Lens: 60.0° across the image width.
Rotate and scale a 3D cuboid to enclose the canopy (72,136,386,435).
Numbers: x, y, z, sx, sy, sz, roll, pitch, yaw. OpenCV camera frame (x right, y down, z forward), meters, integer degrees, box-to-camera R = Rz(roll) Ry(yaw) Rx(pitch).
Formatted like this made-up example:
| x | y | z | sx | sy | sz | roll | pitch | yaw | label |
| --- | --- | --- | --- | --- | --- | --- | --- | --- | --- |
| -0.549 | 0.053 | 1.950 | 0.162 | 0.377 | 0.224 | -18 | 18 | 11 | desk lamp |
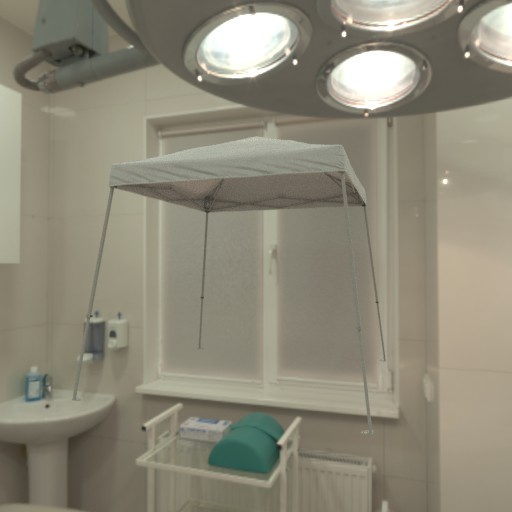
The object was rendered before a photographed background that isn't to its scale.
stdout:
| x | y | z | sx | sy | sz | roll | pitch | yaw | label |
| --- | --- | --- | --- | --- | --- | --- | --- | --- | --- |
| 0.000 | 0.000 | 5.256 | 2.849 | 2.849 | 2.848 | 0 | -1 | 18 | canopy |
